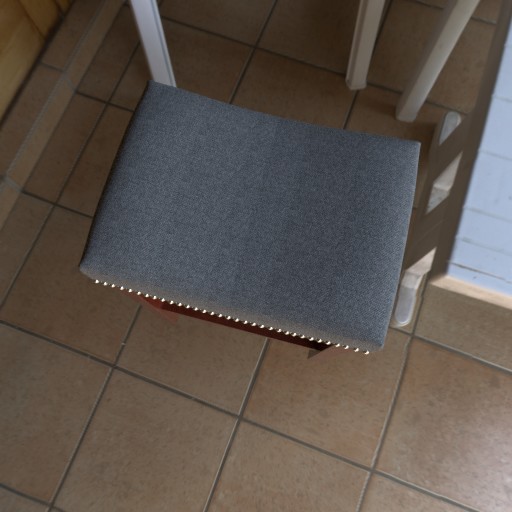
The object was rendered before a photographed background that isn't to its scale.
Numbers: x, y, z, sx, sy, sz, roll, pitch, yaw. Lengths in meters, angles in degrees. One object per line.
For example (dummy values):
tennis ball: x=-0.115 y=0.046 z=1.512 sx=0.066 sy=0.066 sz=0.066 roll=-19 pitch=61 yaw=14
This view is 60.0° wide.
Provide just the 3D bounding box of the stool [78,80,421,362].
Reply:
stool: x=0.000 y=0.000 z=1.057 sx=0.504 sy=0.742 sz=0.372 roll=14 pitch=76 yaw=4
